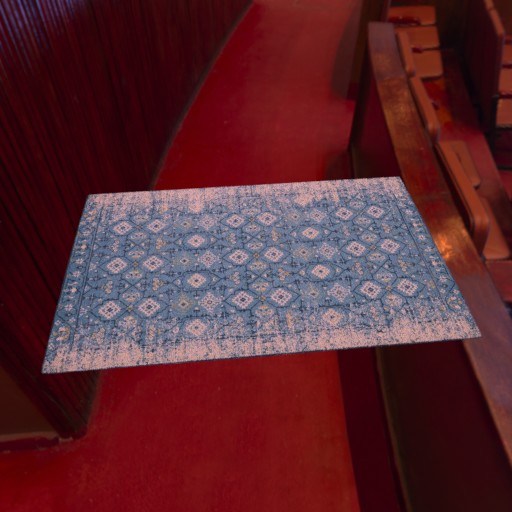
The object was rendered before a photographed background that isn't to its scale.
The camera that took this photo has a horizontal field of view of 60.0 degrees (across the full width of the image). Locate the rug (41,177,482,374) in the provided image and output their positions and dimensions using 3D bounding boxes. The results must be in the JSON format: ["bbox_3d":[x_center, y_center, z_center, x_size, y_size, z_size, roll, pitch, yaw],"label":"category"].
[{"bbox_3d":[0.000,0.000,2.149,1.795,0.008,1.102,-4,47,-4],"label":"rug"}]
